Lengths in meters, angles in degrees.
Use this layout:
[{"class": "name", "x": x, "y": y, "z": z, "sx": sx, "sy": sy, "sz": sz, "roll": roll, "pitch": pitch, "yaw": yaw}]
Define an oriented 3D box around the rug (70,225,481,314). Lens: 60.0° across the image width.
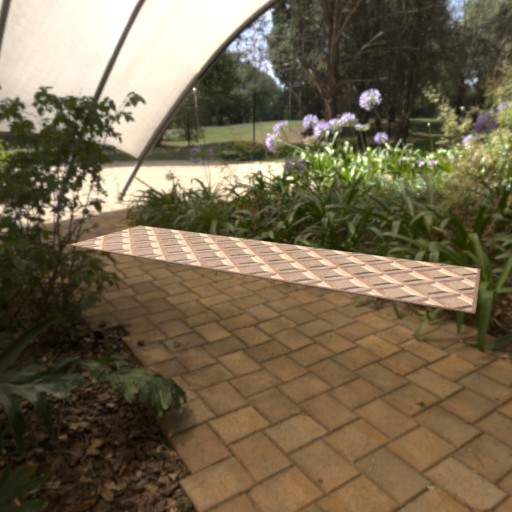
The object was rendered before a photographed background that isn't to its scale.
[{"class": "rug", "x": 0.000, "y": 0.000, "z": 2.692, "sx": 2.437, "sy": 0.013, "sz": 0.685, "roll": 8, "pitch": 18, "yaw": 26}]
